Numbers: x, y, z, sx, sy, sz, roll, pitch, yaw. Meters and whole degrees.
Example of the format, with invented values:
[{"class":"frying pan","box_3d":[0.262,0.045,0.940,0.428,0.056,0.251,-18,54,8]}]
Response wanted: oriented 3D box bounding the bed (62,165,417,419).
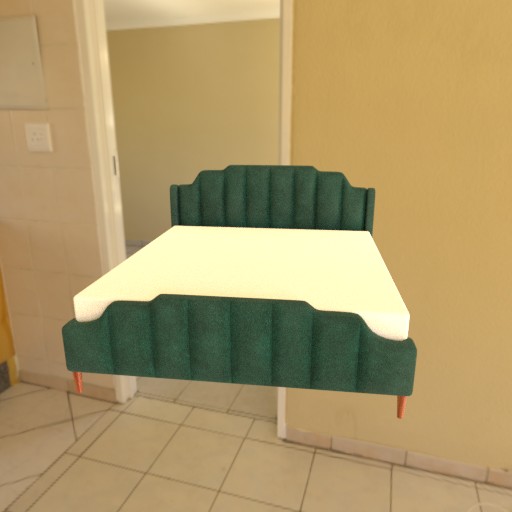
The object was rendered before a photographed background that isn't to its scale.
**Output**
[{"class":"bed","box_3d":[0.000,0.000,3.559,2.074,1.245,2.340,2,17,7]}]
